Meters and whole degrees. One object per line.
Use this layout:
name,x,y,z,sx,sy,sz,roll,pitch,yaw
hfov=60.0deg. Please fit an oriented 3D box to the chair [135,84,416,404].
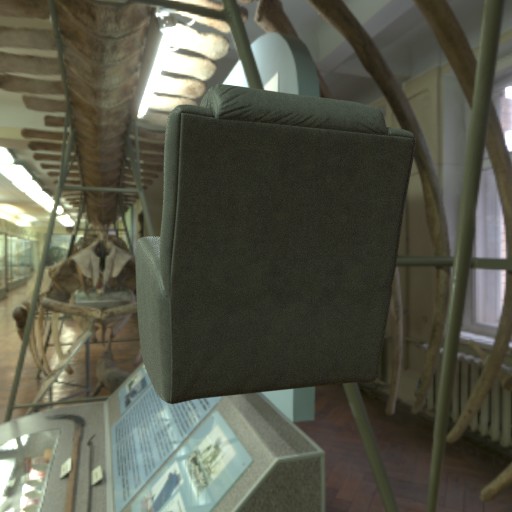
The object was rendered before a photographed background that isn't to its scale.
chair,0.000,0.000,1.941,0.965,1.116,1.068,0,0,-19
